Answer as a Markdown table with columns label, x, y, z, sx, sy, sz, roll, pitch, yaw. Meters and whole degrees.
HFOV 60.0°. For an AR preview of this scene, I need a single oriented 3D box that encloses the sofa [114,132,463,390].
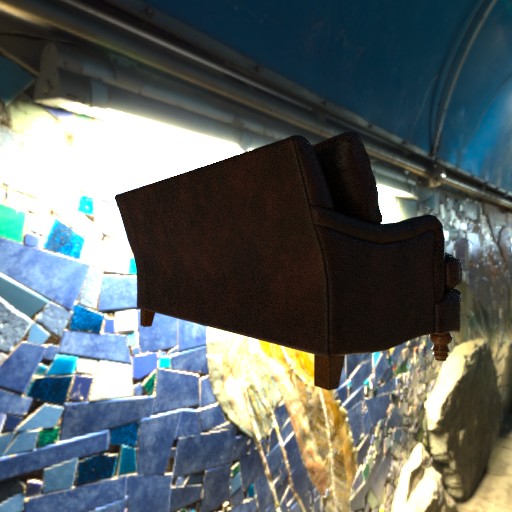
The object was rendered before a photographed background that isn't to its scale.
| label | x | y | z | sx | sy | sz | roll | pitch | yaw |
| --- | --- | --- | --- | --- | --- | --- | --- | --- | --- |
| sofa | 0.000 | 0.000 | 2.795 | 1.147 | 1.071 | 2.144 | 0 | 0 | -36 |
